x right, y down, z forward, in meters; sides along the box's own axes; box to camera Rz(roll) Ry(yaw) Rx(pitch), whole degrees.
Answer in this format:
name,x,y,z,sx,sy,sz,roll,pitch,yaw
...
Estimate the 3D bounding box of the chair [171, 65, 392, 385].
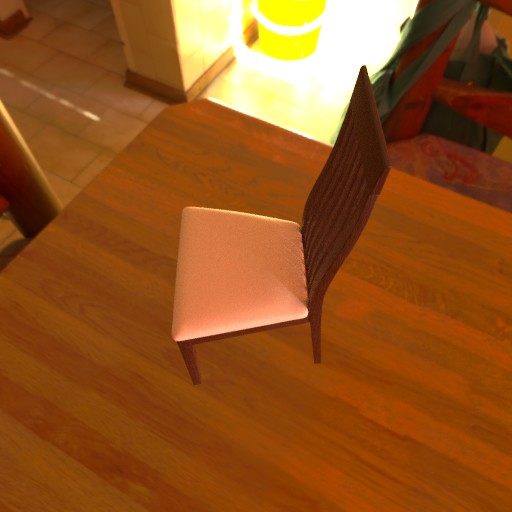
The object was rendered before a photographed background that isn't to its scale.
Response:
name,x,y,z,sx,sy,sz,roll,pitch,yaw
chair,0.000,0.000,1.281,0.474,1.027,0.460,-1,58,-1
